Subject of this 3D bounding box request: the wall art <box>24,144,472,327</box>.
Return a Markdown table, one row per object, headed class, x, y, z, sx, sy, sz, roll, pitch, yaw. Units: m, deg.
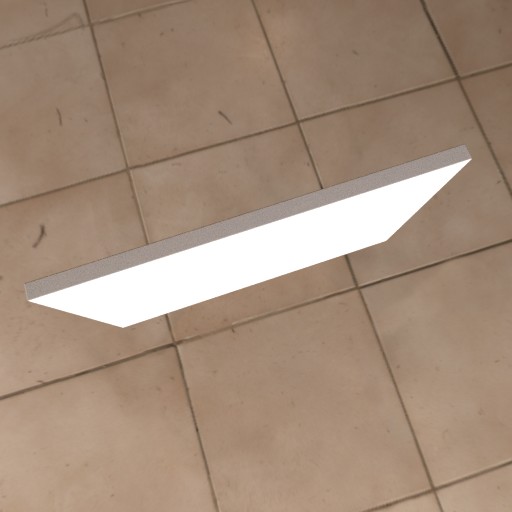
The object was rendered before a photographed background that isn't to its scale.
| class | x | y | z | sx | sy | sz | roll | pitch | yaw |
| --- | --- | --- | --- | --- | --- | --- | --- | --- | --- |
| wall art | 0.000 | 0.000 | 1.145 | 0.898 | 0.601 | 0.038 | -18 | 77 | -4 |
